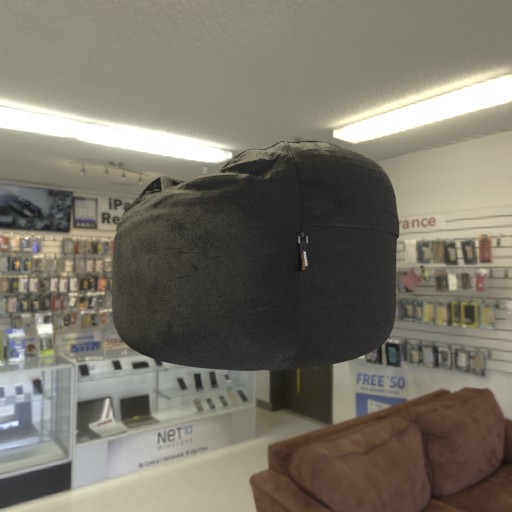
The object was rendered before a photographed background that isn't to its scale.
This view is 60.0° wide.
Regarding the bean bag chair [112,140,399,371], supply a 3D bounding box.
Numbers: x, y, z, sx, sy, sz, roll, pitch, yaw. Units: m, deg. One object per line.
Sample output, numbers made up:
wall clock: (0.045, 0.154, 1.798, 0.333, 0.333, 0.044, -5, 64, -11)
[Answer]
bean bag chair: (0.000, 0.000, 1.481, 0.918, 0.605, 0.918, 0, -2, 0)
